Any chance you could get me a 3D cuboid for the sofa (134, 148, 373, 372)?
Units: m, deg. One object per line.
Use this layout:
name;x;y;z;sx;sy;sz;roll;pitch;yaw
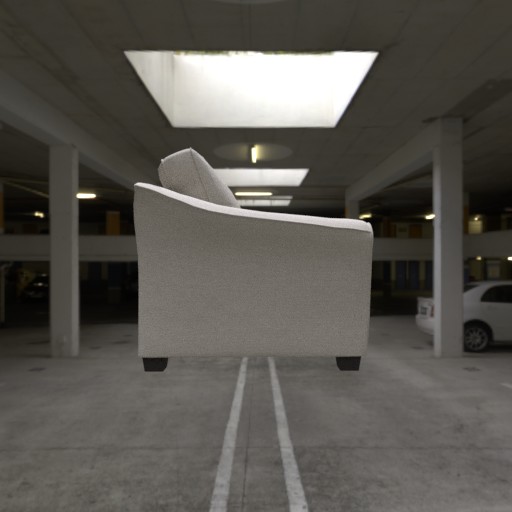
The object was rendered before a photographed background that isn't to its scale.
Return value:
sofa;0.000;0.000;2.848;0.980;0.965;2.270;0;0;0
